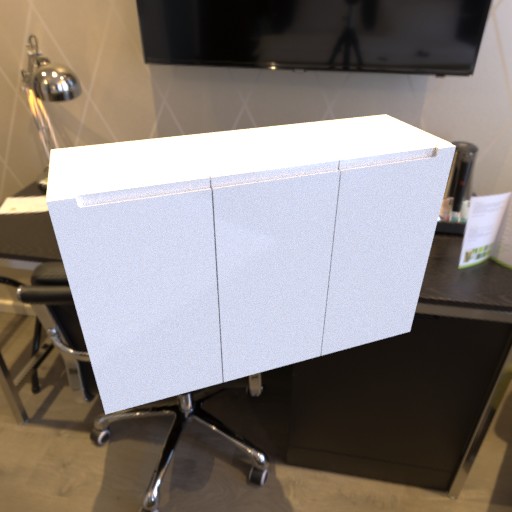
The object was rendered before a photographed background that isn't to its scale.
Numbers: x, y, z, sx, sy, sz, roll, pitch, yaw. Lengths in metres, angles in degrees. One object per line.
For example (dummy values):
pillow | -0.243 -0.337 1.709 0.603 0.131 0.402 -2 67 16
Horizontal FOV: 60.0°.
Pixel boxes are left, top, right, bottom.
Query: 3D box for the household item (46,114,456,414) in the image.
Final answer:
household item | 0.000 0.000 1.726 1.300 0.867 0.420 -11 34 -17
